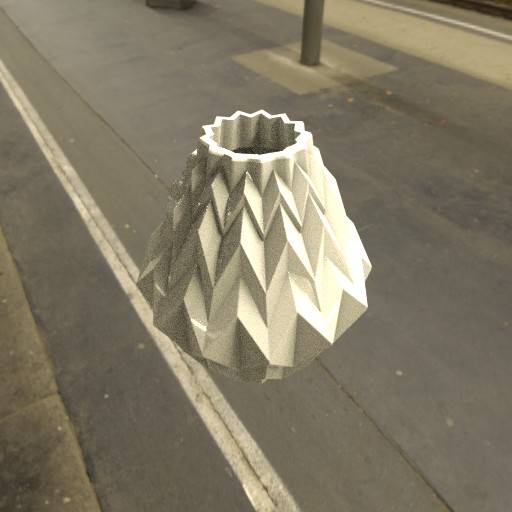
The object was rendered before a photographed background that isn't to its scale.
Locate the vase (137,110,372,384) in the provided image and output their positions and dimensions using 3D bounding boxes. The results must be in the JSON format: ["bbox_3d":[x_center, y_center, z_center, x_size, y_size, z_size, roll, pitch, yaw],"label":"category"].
[{"bbox_3d":[0.000,0.000,0.309,0.164,0.185,0.164,0,41,0],"label":"vase"}]
